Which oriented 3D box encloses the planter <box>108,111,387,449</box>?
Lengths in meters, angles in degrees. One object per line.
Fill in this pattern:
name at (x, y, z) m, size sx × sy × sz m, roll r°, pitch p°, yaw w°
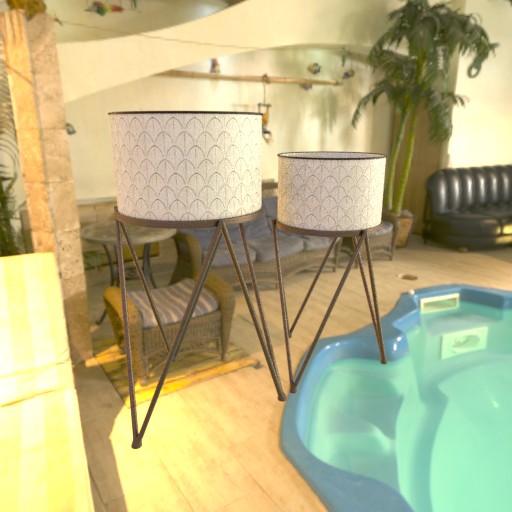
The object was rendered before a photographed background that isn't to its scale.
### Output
planter at (0.000, 0.000, 1.171) m, size 0.769 × 0.712 × 0.413 m, roll -8°, pitch 18°, yaw -27°
